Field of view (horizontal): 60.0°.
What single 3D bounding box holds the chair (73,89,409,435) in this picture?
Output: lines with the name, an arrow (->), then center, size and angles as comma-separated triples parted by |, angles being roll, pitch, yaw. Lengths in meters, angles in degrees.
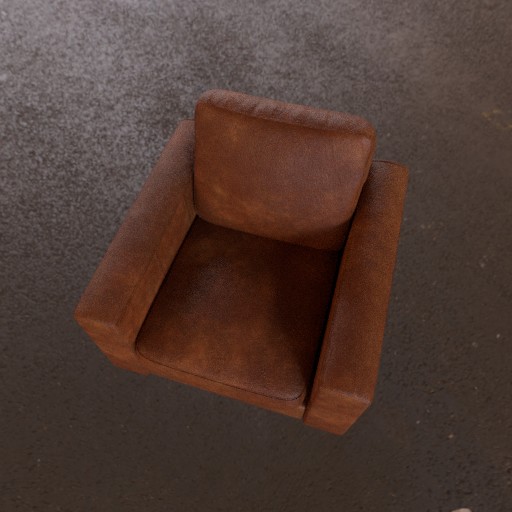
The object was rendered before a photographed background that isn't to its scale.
chair -> 0.000, 0.000, 1.718 | 1.005, 0.873, 1.016 | 14, 60, 9
